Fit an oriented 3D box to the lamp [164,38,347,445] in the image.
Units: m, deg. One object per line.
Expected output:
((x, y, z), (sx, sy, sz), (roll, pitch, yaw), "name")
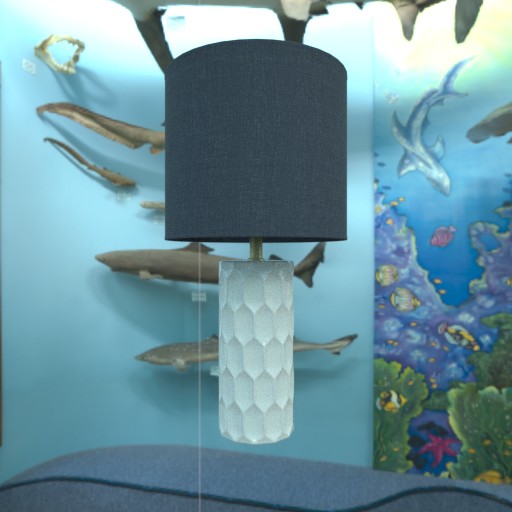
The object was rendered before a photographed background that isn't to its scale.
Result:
((0.000, 0.000, 0.684), (0.277, 0.537, 0.277), (0, 0, 18), "lamp")
